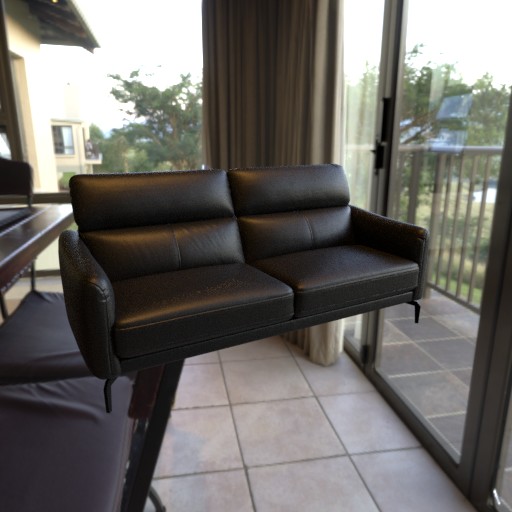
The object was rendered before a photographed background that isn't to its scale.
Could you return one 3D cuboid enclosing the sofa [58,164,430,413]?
[{"bbox_3d":[0.000,0.000,2.579,2.069,0.957,0.856,-9,18,-28],"label":"sofa"}]
